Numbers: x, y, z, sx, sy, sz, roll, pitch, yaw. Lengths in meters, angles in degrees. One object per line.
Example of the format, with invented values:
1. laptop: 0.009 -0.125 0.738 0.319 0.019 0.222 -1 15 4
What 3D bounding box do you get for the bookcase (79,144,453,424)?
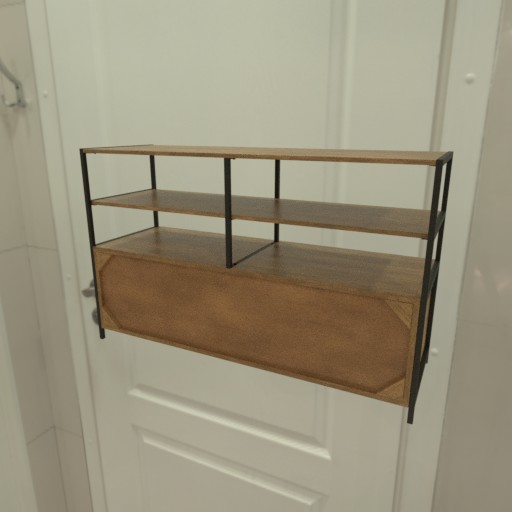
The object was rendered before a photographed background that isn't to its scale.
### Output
1. bookcase: 0.000 0.000 1.525 1.149 0.712 0.391 8 18 25
